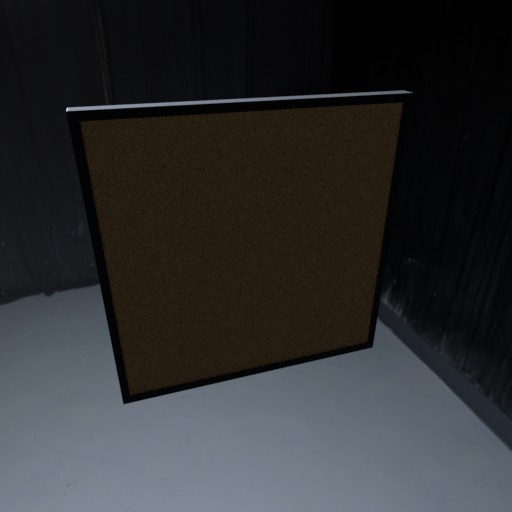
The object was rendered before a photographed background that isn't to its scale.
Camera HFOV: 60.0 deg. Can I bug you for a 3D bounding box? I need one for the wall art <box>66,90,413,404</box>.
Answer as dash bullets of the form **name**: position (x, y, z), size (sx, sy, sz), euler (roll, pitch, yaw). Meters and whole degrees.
- **wall art**: position (0.000, 0.000, 1.130), size (0.761, 0.761, 0.037), euler (-9, 29, -16)
